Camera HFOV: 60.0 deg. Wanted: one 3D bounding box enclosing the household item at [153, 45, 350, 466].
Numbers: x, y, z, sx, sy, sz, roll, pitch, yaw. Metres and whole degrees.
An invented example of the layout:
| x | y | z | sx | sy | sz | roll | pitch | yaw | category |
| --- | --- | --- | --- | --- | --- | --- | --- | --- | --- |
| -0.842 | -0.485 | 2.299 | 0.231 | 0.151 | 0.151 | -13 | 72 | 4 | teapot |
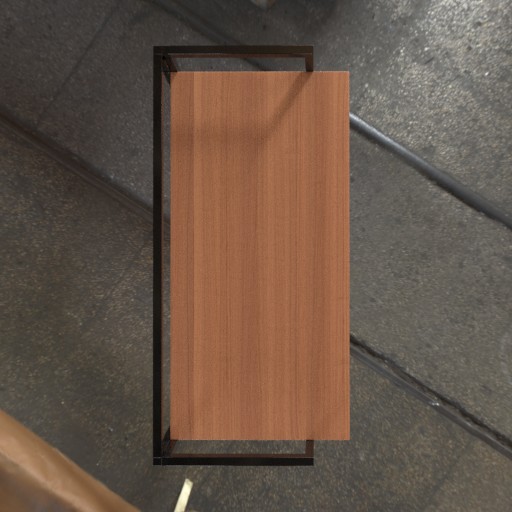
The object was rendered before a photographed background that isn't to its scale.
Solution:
| x | y | z | sx | sy | sz | roll | pitch | yaw | category |
| --- | --- | --- | --- | --- | --- | --- | --- | --- | --- |
| 0.000 | 0.000 | 1.530 | 0.510 | 0.860 | 1.050 | 0 | 90 | 0 | household item |
